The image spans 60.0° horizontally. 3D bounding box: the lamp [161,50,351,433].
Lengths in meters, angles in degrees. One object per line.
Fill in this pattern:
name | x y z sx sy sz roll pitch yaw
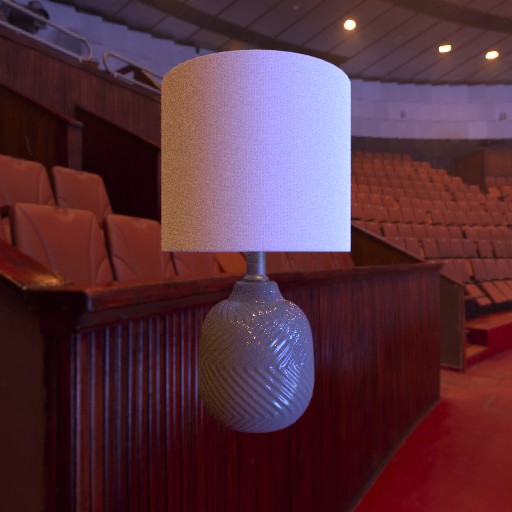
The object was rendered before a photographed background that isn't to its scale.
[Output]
lamp | 0.000 0.000 0.496 0.207 0.366 0.207 0 0 18
